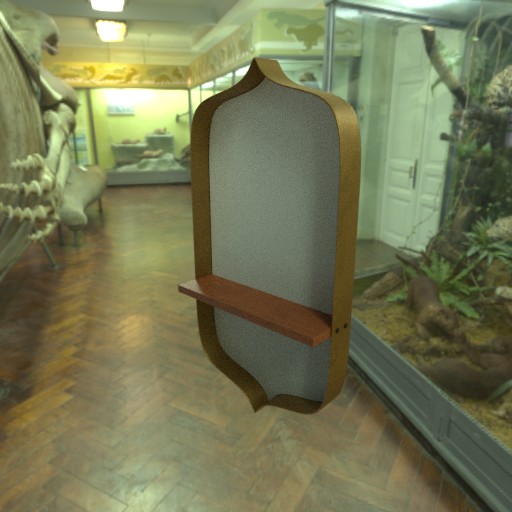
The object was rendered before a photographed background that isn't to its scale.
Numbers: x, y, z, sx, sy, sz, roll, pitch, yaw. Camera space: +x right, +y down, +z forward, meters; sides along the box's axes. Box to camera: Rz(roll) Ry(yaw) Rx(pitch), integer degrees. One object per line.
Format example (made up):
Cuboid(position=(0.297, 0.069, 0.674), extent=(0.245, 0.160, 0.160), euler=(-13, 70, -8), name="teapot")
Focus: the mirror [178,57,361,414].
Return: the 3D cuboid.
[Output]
Cuboid(position=(0.000, 0.000, 0.743), extent=(0.323, 0.613, 0.096), euler=(15, 23, 41), name="mirror")
